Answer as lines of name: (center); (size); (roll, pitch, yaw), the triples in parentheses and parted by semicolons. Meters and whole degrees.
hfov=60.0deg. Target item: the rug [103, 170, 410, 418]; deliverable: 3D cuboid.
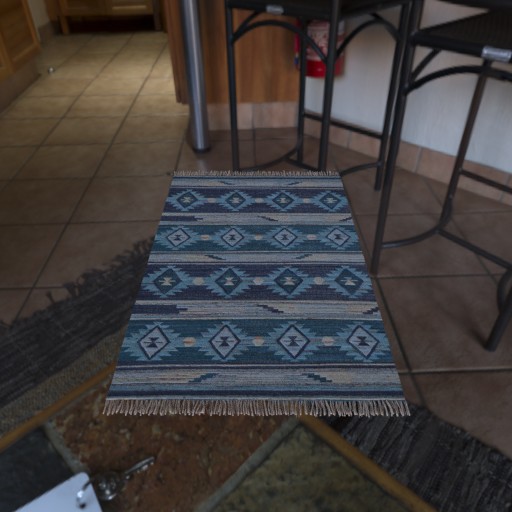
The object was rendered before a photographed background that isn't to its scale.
rug: (0.000, 0.000, 2.433); (1.181, 0.028, 1.936); (0, 39, 0)
